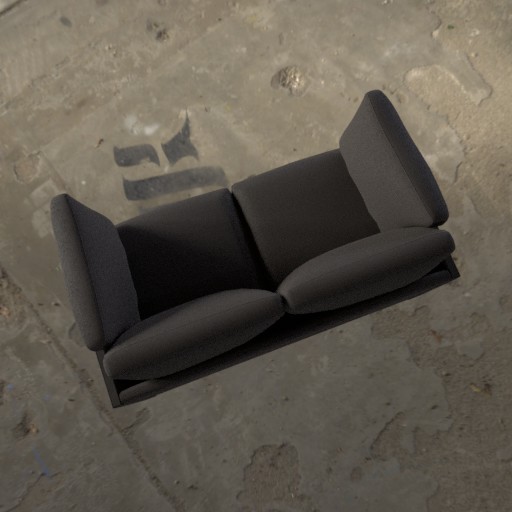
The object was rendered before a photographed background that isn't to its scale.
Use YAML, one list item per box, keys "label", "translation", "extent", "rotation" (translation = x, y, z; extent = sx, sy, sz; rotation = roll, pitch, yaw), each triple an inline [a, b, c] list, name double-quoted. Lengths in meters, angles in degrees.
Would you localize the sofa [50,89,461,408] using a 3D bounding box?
- label: "sofa"
  translation: [0.000, 0.000, 2.337]
  extent: [1.751, 0.920, 0.969]
  rotation: [-20, 76, -5]
